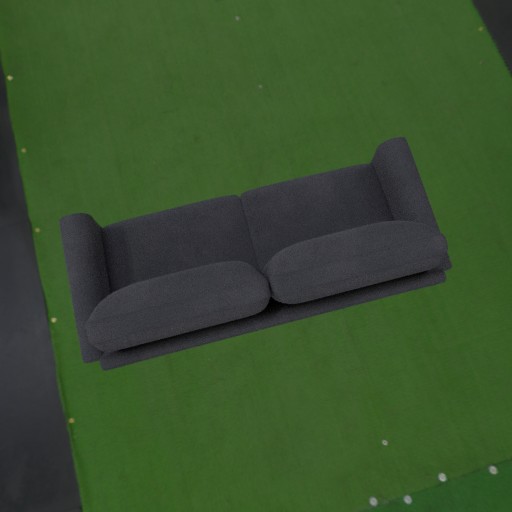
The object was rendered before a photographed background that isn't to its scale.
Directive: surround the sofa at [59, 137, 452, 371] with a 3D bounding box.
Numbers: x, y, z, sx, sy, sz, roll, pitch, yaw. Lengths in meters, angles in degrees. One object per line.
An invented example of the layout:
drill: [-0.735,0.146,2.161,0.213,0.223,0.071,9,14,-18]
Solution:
sofa: [0.000,0.000,2.411,1.935,0.942,0.842,-14,75,-4]
